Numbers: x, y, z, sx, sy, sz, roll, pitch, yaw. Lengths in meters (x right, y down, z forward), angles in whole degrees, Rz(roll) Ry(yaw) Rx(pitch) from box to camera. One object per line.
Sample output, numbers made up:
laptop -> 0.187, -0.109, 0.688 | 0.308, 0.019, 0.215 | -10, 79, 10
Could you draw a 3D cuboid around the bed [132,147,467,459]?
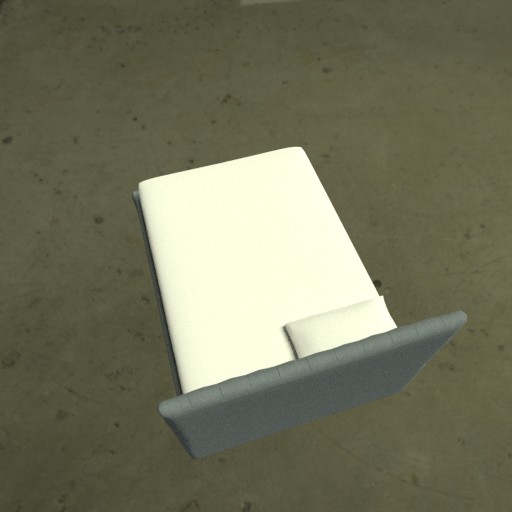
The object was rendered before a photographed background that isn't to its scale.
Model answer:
bed -> 0.000, 0.000, 3.412 | 1.698, 1.411, 2.335 | -15, 59, -9
